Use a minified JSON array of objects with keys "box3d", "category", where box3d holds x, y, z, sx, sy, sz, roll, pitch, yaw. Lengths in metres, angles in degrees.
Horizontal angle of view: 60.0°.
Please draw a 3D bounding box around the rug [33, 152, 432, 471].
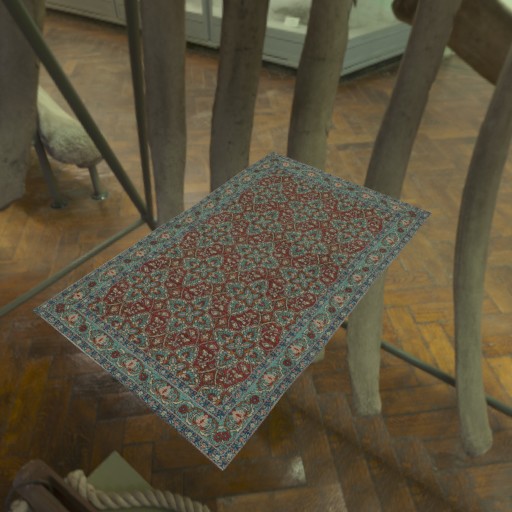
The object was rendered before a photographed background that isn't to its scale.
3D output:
[{"box3d":[0.000,0.000,3.042,1.533,0.011,2.439,28,49,27],"category":"rug"}]
